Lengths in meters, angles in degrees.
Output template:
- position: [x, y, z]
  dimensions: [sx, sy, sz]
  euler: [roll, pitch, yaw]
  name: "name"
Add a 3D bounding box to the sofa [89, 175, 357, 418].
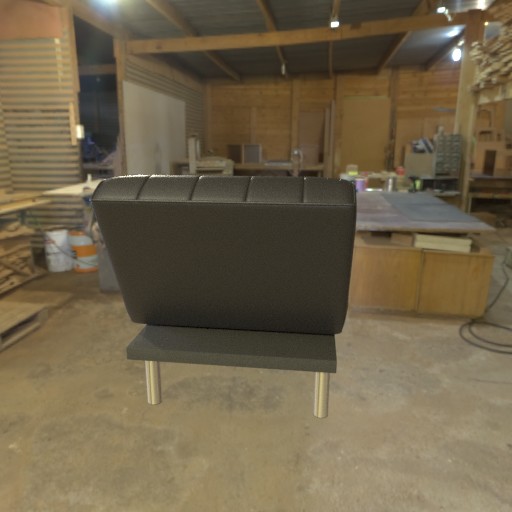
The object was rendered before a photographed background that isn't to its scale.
- position: [0.000, 0.000, 2.026]
  dimensions: [0.760, 0.820, 1.560]
  euler: [2, 15, 7]
  name: "sofa"
